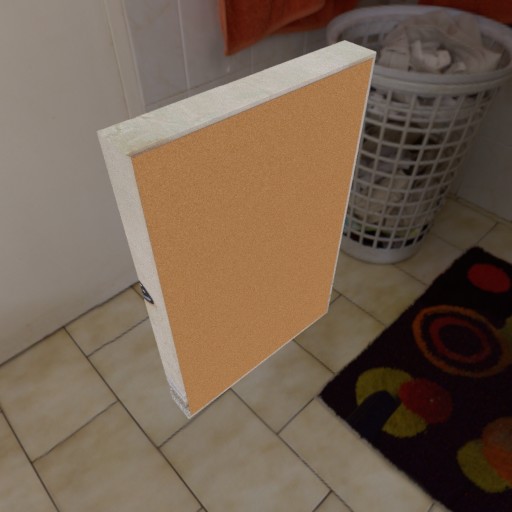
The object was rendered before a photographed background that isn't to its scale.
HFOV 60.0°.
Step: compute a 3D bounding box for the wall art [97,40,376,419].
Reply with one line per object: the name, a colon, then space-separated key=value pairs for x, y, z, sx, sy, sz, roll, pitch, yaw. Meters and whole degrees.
wall art: x=0.000 y=0.000 z=0.485 sx=0.254 sy=0.381 sz=0.038 roll=-32 pitch=53 yaw=-27
